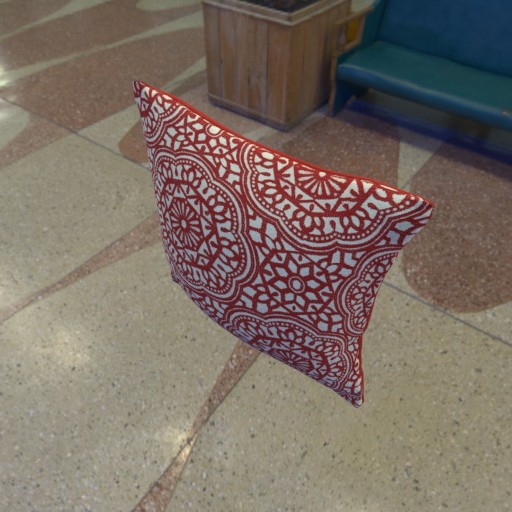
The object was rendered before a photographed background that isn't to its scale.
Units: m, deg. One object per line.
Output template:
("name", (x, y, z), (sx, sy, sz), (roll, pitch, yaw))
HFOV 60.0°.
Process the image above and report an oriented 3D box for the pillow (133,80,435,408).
("pillow", (0.000, 0.000, 0.663), (0.438, 0.419, 0.162), (30, 52, 26))
